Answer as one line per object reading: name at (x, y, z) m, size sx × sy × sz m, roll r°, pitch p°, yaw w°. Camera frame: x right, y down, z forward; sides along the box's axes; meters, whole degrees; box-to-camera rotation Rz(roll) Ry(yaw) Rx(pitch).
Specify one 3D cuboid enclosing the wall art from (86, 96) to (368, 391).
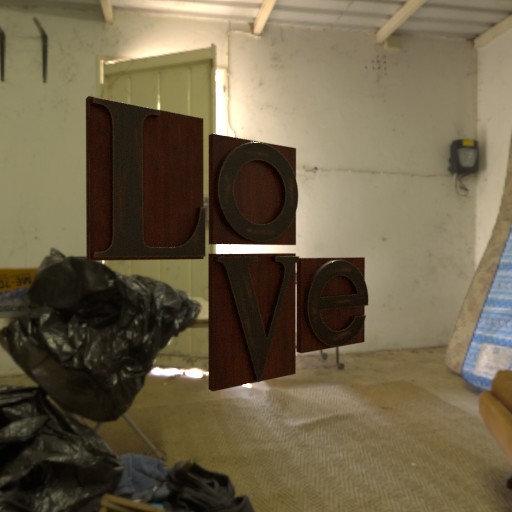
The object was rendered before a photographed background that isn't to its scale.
wall art at (0.000, 0.000, 0.870) m, size 0.635 × 0.497 × 0.030 m, roll -1°, pitch 1°, yaw -36°
